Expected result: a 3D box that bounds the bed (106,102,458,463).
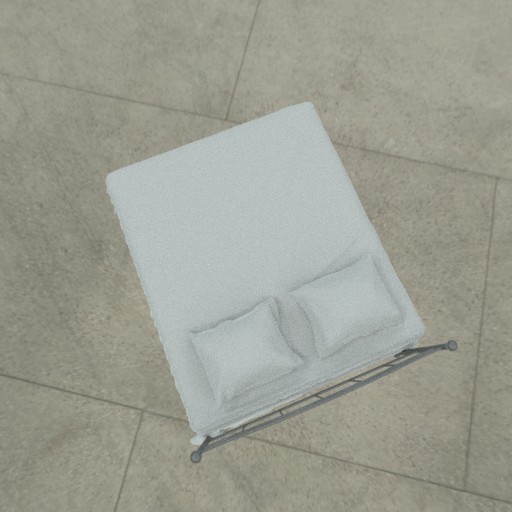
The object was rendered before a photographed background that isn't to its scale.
[{"bbox_3d":[0.000,0.000,3.237,1.936,1.080,2.215,-21,76,-6],"label":"bed"}]
